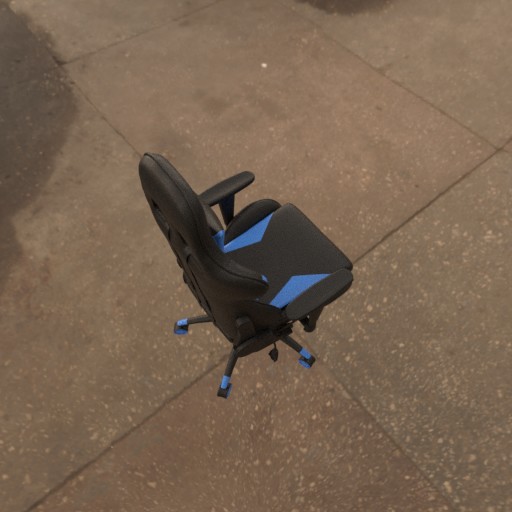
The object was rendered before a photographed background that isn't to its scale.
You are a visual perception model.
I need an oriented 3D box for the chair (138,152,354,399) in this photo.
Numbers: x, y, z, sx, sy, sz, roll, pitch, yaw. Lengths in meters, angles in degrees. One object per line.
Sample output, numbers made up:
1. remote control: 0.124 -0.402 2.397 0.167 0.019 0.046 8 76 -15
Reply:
1. chair: 0.000 0.000 1.717 0.730 1.282 0.695 -32 63 -19
